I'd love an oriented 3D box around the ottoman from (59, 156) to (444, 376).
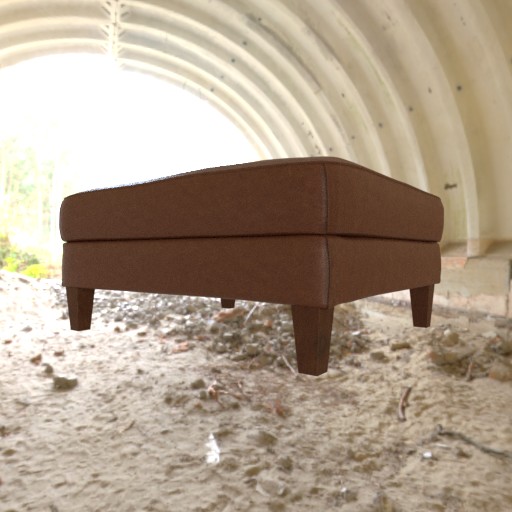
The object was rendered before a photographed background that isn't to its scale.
[{"bbox_3d":[0.000,0.000,1.452,0.987,0.472,0.836,0,0,37],"label":"ottoman"}]
